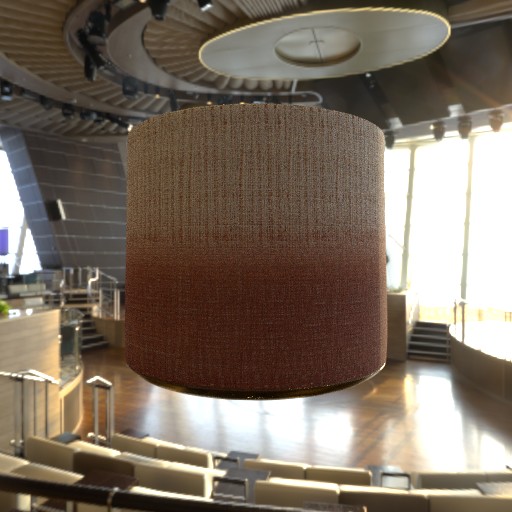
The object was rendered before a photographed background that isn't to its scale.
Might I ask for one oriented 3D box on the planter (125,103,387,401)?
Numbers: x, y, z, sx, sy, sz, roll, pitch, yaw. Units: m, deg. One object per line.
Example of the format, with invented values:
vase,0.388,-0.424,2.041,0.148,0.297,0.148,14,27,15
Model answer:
planter,0.000,0.000,0.313,0.178,0.157,0.178,0,0,0
